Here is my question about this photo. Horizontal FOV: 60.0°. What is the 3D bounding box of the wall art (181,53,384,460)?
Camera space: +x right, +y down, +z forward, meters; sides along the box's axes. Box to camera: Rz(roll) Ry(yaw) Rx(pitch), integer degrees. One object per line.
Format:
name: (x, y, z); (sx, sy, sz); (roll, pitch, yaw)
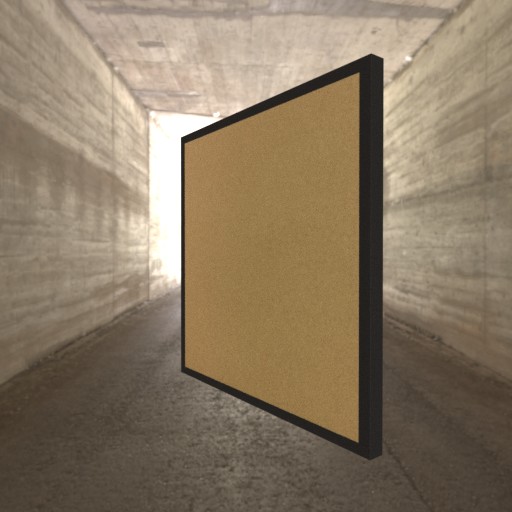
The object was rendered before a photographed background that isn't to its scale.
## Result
wall art: (0.000, 0.000, 1.143); (0.037, 0.760, 0.762); (0, 1, -37)
